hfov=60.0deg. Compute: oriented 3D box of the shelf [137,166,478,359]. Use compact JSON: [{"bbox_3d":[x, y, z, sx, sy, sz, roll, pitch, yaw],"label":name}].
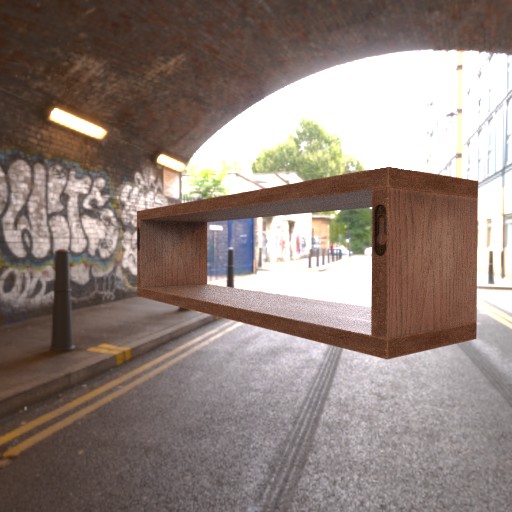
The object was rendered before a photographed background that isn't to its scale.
[{"bbox_3d":[0.000,0.000,0.681,0.150,0.170,0.610,-1,2,-35],"label":"shelf"}]
